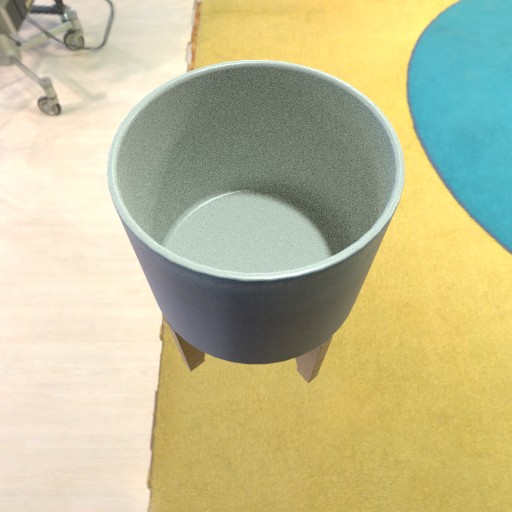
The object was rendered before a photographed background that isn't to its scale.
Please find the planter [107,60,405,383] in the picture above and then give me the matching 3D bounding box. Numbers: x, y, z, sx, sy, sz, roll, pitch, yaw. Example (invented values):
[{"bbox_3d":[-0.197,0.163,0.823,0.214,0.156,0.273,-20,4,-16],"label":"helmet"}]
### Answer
[{"bbox_3d":[0.000,0.000,0.401,0.192,0.263,0.192,0,58,0],"label":"planter"}]
